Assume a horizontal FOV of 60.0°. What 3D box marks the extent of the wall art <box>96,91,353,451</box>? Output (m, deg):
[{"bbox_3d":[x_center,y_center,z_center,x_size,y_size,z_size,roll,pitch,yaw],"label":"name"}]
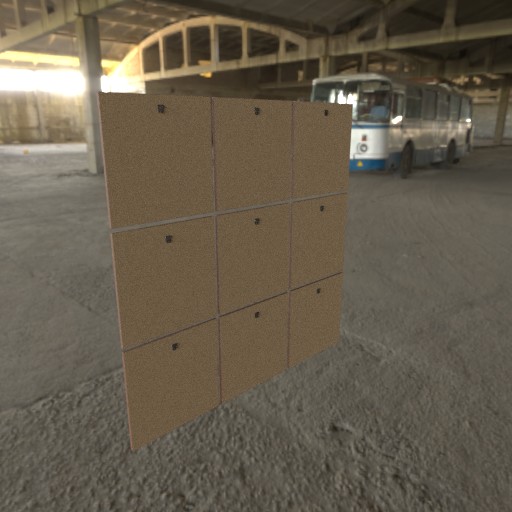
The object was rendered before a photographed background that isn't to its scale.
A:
[{"bbox_3d":[0.000,0.000,1.823,1.221,1.218,0.019,-15,22,-41],"label":"wall art"}]
